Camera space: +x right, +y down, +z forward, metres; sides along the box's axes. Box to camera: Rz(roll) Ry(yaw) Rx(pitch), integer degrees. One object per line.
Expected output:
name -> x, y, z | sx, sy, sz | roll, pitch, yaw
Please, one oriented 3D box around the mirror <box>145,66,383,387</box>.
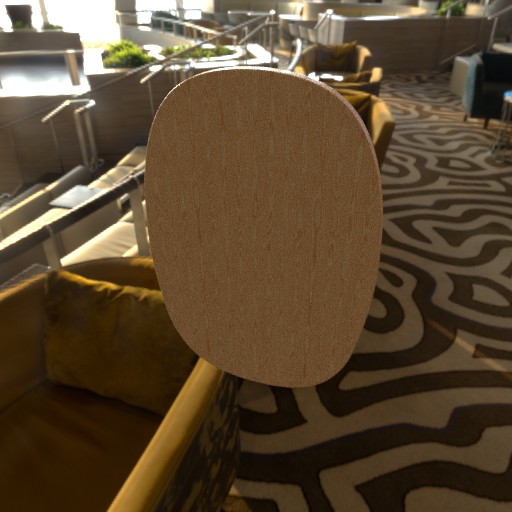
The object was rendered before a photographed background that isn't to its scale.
mirror -> 0.000, 0.000, 1.357 | 0.724, 1.075, 0.037 | 10, 34, 16
